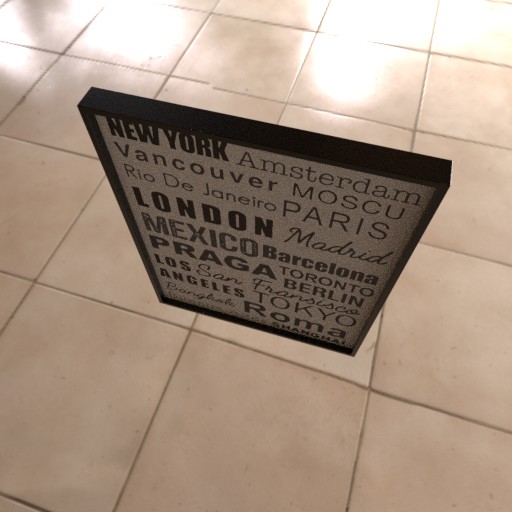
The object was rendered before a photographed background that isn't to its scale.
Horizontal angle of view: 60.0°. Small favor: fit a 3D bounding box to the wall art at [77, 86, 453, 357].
[{"bbox_3d":[0.000,0.000,0.753,0.448,0.551,0.038,14,59,9],"label":"wall art"}]
